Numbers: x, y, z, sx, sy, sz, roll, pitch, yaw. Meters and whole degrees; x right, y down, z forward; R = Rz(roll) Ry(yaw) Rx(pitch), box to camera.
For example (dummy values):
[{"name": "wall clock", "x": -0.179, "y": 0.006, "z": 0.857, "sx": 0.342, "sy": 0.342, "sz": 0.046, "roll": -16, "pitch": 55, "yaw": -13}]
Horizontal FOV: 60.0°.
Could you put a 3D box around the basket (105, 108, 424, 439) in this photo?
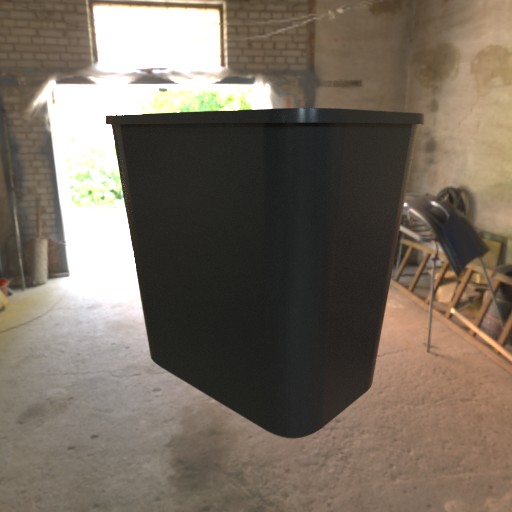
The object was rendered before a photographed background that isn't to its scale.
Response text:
[{"name": "basket", "x": 0.000, "y": 0.000, "z": 0.506, "sx": 0.300, "sy": 0.307, "sz": 0.211, "roll": 15, "pitch": 22, "yaw": 41}]
